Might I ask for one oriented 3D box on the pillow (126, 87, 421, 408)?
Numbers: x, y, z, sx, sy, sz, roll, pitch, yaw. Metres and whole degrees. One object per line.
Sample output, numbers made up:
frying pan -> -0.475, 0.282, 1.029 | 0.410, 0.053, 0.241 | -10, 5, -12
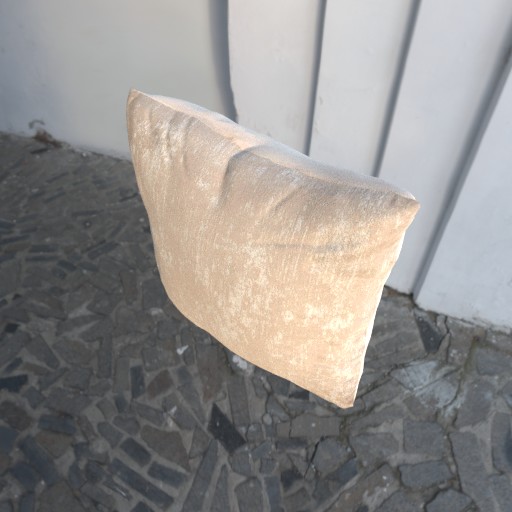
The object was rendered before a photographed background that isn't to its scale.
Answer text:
pillow -> 0.000, 0.000, 0.712 | 0.450, 0.448, 0.245 | 31, 53, 26
